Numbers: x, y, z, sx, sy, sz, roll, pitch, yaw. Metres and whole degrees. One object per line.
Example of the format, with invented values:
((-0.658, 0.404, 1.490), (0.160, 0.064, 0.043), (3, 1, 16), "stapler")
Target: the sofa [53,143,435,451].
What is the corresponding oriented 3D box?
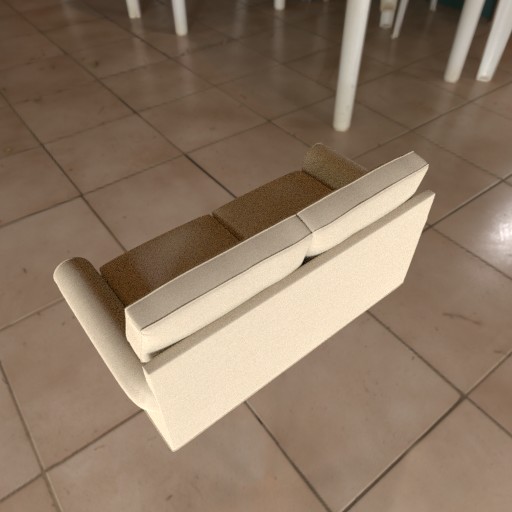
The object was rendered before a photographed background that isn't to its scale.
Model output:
((0.000, 0.000, 2.290), (1.774, 0.933, 0.861), (-30, 53, -26), "sofa")
